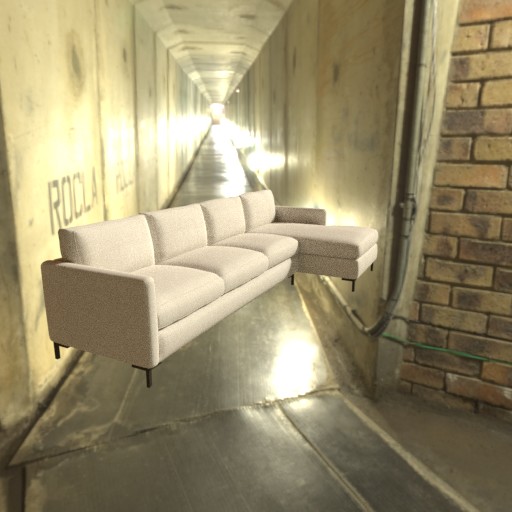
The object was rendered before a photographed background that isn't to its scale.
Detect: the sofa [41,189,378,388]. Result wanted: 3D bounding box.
[{"bbox_3d":[0.000,0.000,2.963,1.126,0.677,2.445,7,16,26],"label":"sofa"}]
